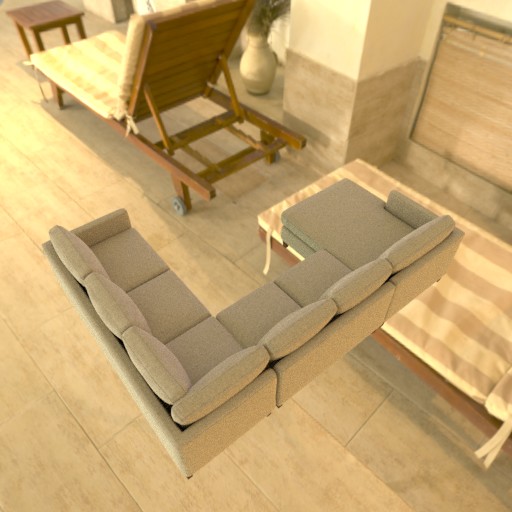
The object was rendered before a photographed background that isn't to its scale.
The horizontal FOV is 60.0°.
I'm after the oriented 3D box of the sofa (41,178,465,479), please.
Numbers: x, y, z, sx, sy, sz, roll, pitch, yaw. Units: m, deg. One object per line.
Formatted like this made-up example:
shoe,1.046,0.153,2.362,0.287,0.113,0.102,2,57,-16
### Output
sofa,0.000,0.000,4.614,3.460,0.959,2.593,-30,54,-26
